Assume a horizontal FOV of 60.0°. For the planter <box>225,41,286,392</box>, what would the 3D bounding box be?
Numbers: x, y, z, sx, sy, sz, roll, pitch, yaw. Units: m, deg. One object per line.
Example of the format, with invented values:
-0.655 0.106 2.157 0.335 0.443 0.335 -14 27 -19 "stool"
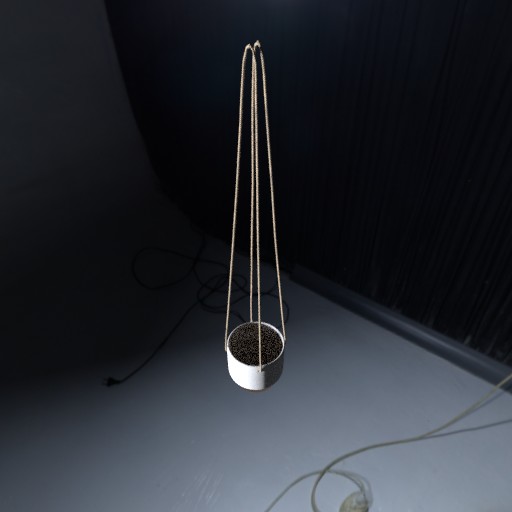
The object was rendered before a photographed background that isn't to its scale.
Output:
0.000 0.000 0.935 0.146 0.841 0.146 26 46 27 "planter"
